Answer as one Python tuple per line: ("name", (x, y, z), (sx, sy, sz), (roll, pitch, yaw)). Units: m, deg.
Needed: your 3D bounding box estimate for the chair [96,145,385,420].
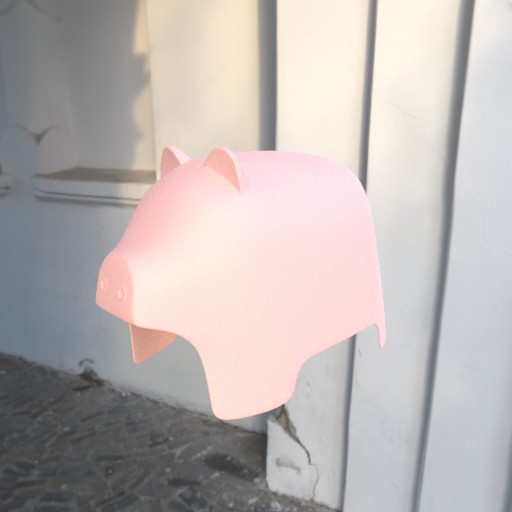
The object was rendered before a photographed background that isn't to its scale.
("chair", (0.000, 0.000, 0.872), (0.364, 0.423, 0.619), (14, 21, 43))
